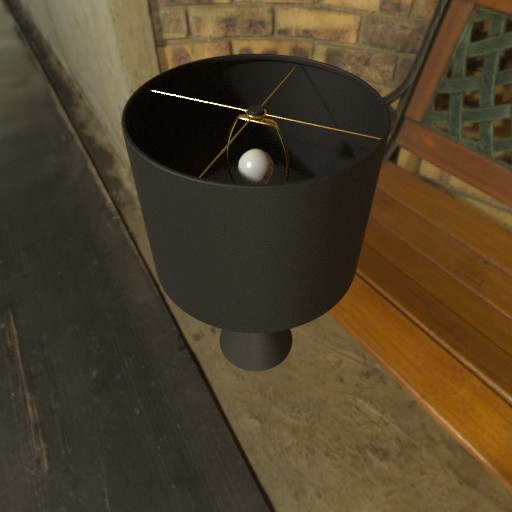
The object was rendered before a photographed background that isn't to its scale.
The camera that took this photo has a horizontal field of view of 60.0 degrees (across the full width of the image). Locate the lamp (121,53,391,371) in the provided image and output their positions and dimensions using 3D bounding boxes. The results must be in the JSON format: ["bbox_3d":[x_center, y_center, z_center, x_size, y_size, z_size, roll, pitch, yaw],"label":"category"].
[{"bbox_3d":[0.000,0.000,0.810,0.359,0.584,0.359,17,48,16],"label":"lamp"}]
